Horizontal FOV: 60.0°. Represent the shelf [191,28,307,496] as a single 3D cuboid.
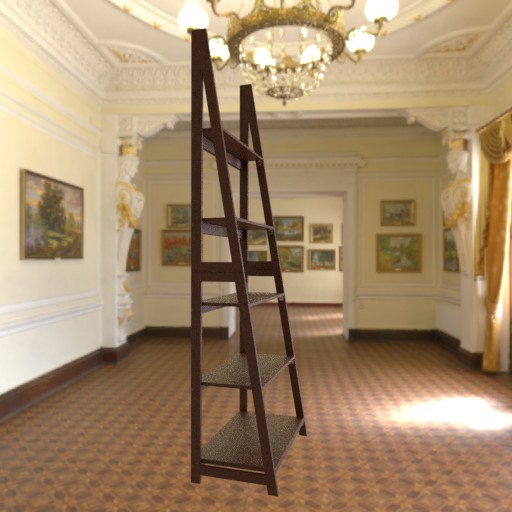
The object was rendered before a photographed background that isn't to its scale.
[{"bbox_3d":[0.000,0.000,1.967,0.350,1.770,0.600,0,0,17],"label":"shelf"}]
